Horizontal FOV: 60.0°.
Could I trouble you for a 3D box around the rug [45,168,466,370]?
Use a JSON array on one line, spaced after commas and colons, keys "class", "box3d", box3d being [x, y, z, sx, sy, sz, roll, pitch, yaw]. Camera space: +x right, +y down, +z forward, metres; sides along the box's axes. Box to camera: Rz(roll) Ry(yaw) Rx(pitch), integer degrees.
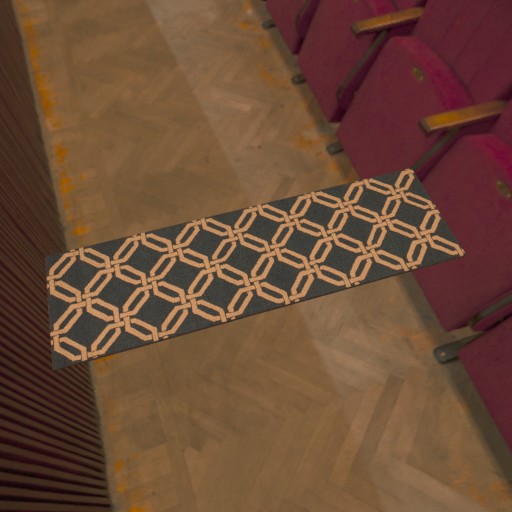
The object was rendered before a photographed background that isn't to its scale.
[{"class": "rug", "box3d": [0.000, 0.000, 2.495, 2.276, 0.014, 0.678, -15, 60, -8]}]
